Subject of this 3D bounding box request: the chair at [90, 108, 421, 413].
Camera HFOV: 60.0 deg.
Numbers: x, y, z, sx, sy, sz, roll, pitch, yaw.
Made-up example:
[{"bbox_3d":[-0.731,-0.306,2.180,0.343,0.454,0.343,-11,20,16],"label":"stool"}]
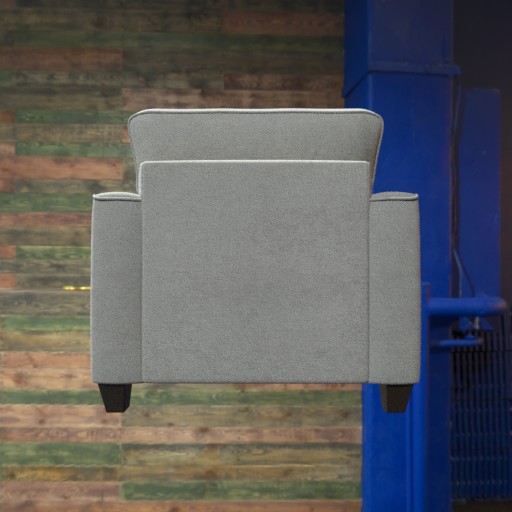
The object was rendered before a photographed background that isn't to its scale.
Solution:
[{"bbox_3d":[0.000,0.000,1.777,1.015,0.965,0.939,0,0,0],"label":"chair"}]
